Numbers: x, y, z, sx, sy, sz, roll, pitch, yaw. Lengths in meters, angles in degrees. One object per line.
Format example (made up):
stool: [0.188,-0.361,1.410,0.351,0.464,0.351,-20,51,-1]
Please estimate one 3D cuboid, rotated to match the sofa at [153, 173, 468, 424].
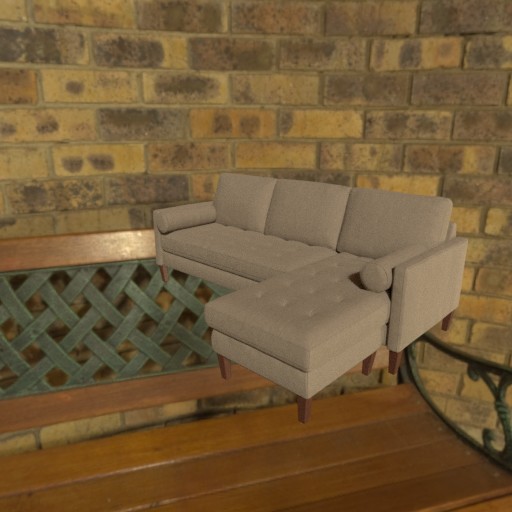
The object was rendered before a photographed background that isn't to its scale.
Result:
sofa: [0.000,0.000,2.949,2.178,0.875,1.506,15,23,41]
